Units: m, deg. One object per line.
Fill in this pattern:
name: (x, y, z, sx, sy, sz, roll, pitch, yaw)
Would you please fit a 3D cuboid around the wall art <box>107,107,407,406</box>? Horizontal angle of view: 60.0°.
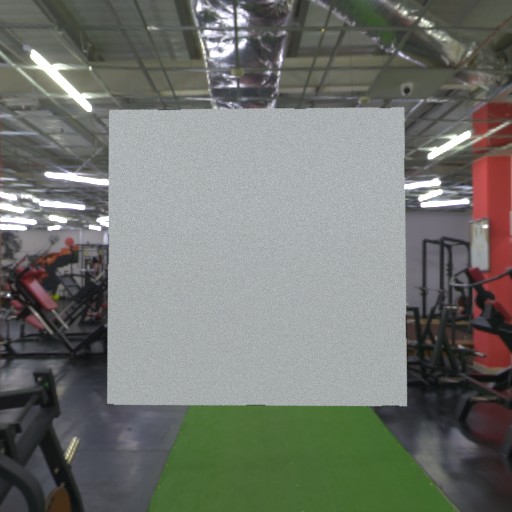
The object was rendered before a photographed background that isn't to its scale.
wall art: (0.000, 0.000, 0.670, 0.446, 0.445, 0.014, 0, -1, 1)
